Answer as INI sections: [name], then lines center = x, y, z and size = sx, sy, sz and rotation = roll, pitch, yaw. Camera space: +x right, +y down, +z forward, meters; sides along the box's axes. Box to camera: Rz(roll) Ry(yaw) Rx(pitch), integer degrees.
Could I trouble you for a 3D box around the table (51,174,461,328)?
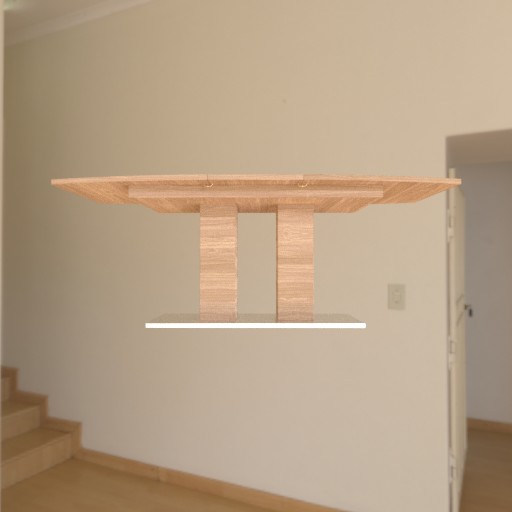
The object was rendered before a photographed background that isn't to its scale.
[table]
center = 0.000, 0.000, 2.522
size = 2.032, 0.750, 0.900
rotation = 0, -1, 0
